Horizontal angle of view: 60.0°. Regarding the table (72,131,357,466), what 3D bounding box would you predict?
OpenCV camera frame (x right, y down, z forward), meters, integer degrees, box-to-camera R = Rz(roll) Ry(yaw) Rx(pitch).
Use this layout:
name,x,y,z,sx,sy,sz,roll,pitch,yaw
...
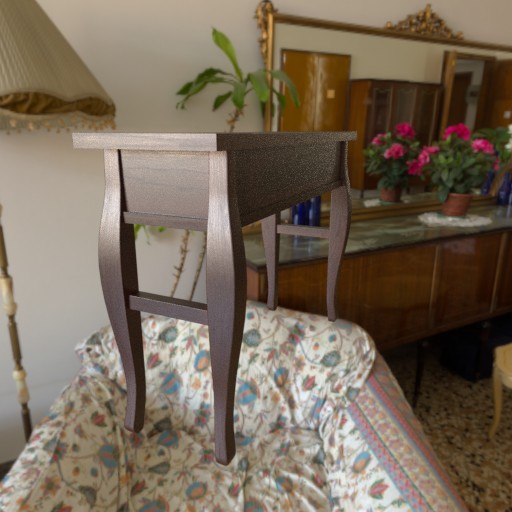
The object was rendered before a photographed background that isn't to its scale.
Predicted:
name,x,y,z,sx,sy,sz,roll,pitch,yaw
table,0.000,0.000,1.427,0.373,0.768,1.062,7,18,25
